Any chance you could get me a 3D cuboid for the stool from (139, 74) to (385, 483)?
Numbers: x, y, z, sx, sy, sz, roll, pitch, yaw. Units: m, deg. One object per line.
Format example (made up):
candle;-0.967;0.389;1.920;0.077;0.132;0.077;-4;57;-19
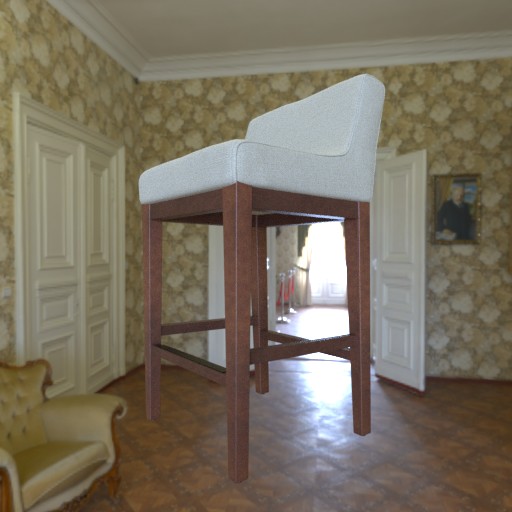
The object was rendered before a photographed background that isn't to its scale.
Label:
stool;0.000;0.000;1.222;0.500;0.937;0.511;0;0;-37
